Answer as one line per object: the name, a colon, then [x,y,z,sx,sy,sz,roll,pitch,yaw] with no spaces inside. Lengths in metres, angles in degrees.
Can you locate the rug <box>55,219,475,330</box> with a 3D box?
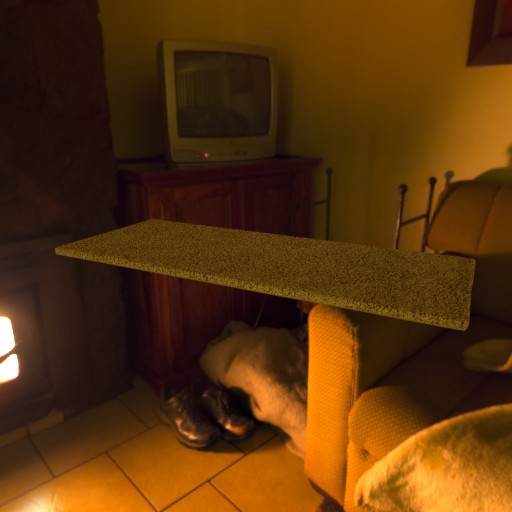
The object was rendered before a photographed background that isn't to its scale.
rug: [0.000,0.000,1.719,1.524,0.030,0.609,9,19,26]
